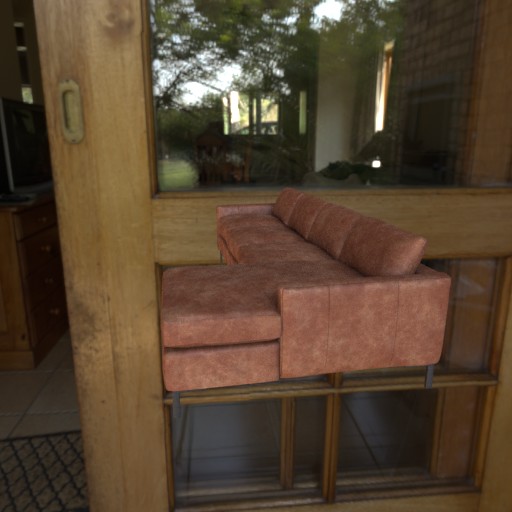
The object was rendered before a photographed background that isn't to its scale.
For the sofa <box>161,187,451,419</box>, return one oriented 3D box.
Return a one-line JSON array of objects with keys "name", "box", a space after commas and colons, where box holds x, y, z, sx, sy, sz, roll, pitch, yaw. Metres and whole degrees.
[{"name": "sofa", "box": [0.000, 0.000, 3.588, 1.471, 0.859, 2.993, -3, 15, -11]}]
